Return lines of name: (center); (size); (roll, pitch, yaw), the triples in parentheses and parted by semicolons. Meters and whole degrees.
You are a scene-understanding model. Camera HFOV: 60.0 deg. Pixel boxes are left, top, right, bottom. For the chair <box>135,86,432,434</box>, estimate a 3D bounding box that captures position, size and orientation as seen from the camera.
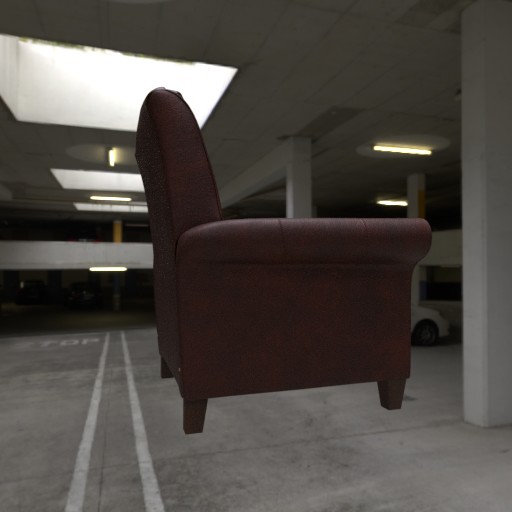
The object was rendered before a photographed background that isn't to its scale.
chair: (0.000, 0.000, 1.744); (0.902, 1.061, 0.978); (0, -1, -18)
